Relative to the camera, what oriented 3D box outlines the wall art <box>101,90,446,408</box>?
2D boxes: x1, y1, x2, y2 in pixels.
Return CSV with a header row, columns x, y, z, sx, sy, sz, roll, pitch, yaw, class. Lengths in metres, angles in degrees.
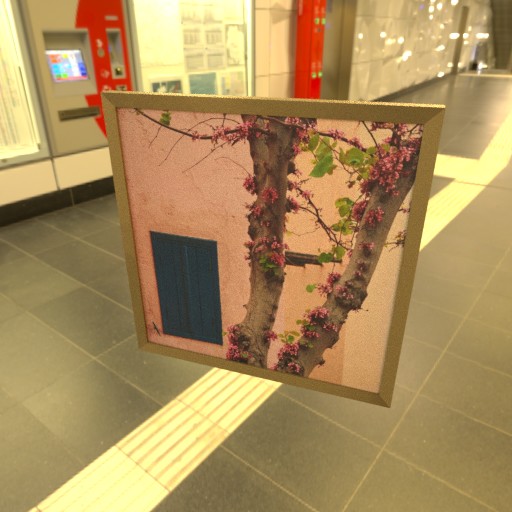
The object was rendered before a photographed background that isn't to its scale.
x,y,z,sx,sy,sz,roll,pitch,yaw,class
0.000,0.000,1.126,0.762,0.762,0.038,9,28,17,wall art
